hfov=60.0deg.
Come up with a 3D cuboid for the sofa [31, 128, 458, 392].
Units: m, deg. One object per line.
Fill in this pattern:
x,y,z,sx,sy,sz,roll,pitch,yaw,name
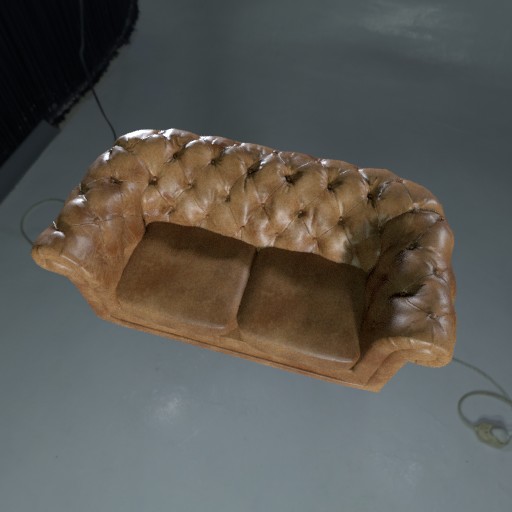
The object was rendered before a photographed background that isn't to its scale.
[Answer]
0.000,0.000,2.499,1.979,0.877,1.042,13,58,9,sofa
